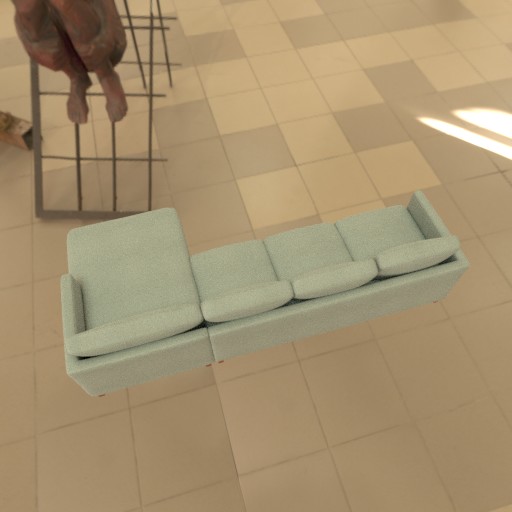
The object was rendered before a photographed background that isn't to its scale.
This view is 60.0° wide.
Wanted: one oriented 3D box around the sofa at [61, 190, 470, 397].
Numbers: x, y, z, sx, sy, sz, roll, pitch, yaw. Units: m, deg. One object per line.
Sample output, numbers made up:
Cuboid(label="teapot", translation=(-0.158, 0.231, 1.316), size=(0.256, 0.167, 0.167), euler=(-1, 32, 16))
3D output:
Cuboid(label="sofa", translation=(0.000, 0.000, 4.205), size=(3.471, 0.950, 1.604), euler=(-14, 58, -9))
